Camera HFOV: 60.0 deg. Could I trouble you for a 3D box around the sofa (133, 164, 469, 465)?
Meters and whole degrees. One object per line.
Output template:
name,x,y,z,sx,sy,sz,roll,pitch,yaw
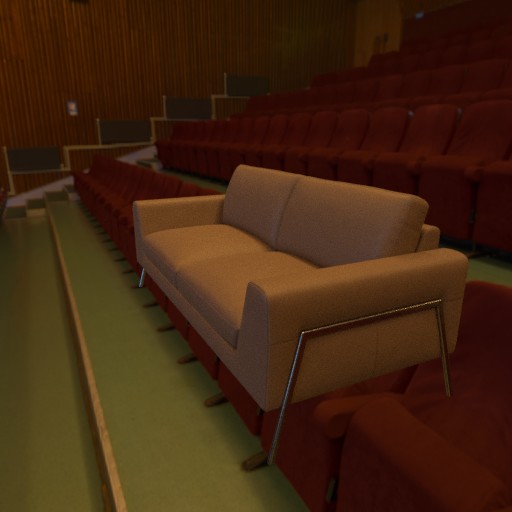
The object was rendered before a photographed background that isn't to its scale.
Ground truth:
sofa,0.000,0.000,2.490,0.953,0.875,2.017,-8,18,-26
